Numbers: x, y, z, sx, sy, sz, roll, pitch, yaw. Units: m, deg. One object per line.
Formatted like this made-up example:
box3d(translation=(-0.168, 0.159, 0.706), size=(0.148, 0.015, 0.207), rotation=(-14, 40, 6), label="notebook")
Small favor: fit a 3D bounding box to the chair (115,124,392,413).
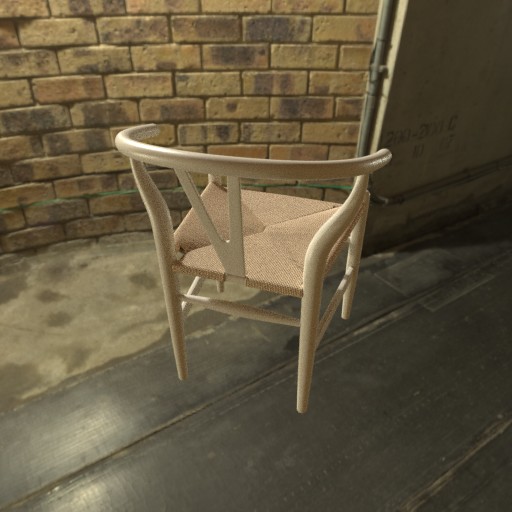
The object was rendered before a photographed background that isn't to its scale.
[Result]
box3d(translation=(0.000, 0.000, 1.121), size=(0.569, 0.730, 0.579), rotation=(10, 35, 15), label="chair")
